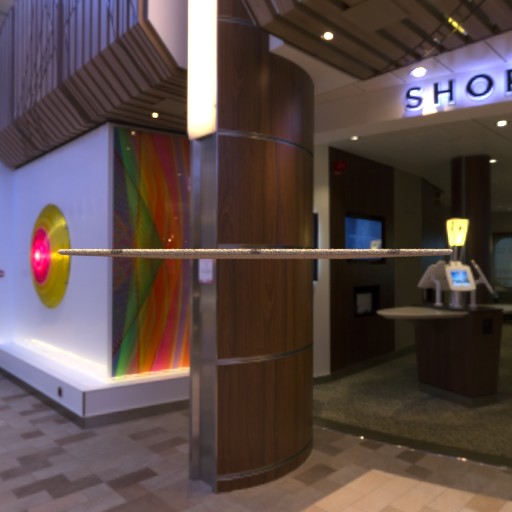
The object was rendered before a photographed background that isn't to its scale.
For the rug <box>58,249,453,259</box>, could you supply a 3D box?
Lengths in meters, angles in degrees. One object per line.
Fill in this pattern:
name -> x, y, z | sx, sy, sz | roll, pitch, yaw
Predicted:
rug -> 0.000, 0.000, 3.347 | 1.801, 0.026, 2.701 | 0, -1, 0
